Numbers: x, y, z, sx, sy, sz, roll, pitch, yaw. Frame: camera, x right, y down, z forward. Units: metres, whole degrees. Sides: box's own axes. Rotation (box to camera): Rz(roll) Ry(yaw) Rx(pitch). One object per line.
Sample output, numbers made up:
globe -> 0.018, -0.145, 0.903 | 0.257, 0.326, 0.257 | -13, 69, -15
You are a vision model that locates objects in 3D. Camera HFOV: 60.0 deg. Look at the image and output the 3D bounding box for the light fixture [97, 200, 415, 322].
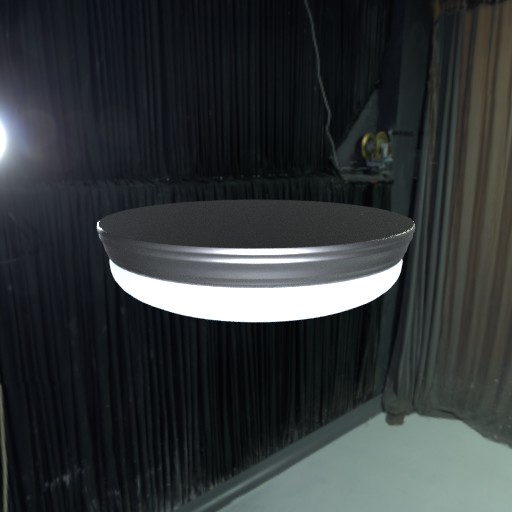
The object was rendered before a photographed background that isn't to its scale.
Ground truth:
light fixture -> 0.000, 0.000, 0.553 | 0.368, 0.100, 0.368 | 0, 13, 0
